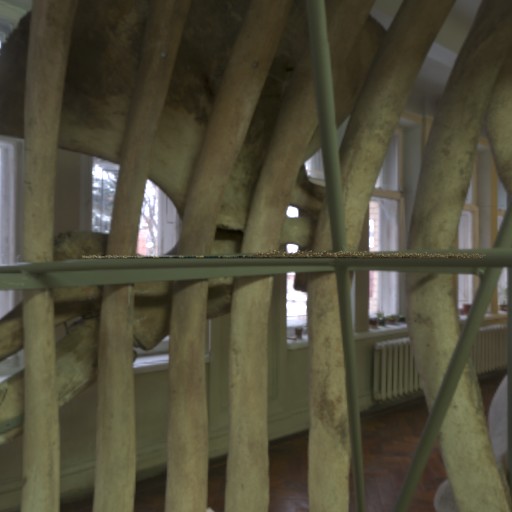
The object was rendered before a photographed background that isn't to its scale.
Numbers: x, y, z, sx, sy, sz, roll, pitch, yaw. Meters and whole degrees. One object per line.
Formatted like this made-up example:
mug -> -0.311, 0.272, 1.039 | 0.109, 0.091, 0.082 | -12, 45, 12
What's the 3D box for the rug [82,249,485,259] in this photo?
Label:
rug -> 0.000, 0.000, 4.337 | 2.418, 0.047, 3.307 | 0, -1, -37
